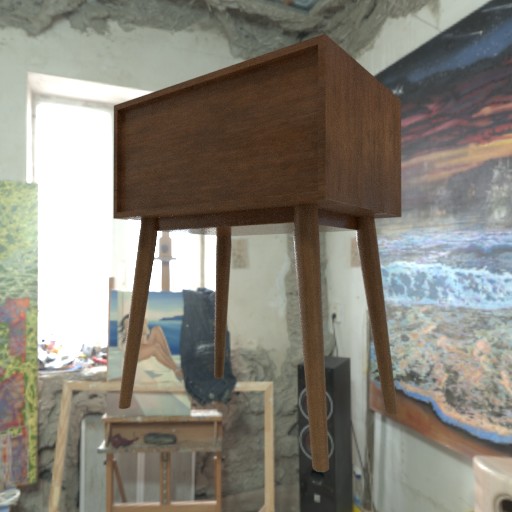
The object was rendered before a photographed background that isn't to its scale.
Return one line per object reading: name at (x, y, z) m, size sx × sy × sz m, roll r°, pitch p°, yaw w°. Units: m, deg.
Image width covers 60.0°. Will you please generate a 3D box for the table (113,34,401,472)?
table at (0.000, 0.000, 0.839) m, size 0.454 × 0.580 × 0.307 m, roll -1°, pitch -1°, yaw 36°
